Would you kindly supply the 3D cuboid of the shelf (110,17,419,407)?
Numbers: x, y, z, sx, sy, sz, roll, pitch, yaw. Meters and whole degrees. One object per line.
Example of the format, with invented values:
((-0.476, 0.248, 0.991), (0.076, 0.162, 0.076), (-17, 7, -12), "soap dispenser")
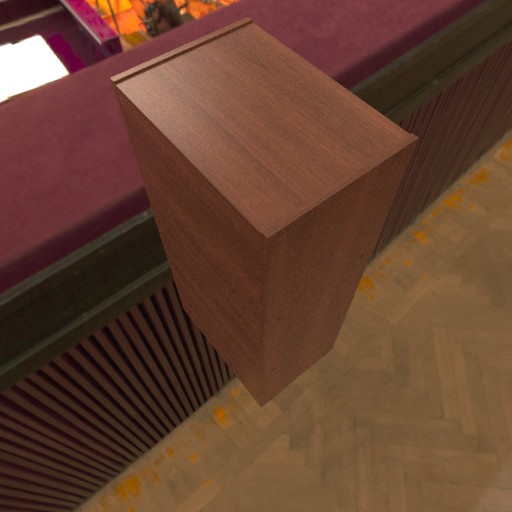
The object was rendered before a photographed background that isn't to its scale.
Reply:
((0.000, 0.000, 1.065), (0.290, 0.879, 0.414), (-34, 64, -19), "shelf")
